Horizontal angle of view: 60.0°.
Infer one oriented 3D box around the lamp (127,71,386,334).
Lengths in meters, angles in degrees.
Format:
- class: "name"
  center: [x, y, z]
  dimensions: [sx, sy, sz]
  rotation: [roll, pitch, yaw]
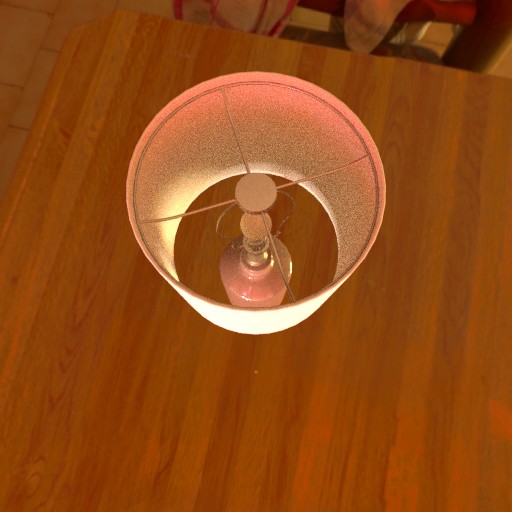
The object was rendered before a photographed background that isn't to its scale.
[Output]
- class: "lamp"
  center: [0.000, 0.000, 0.576]
  dimensions: [0.207, 0.461, 0.207]
  rotation: [-17, 76, -4]
